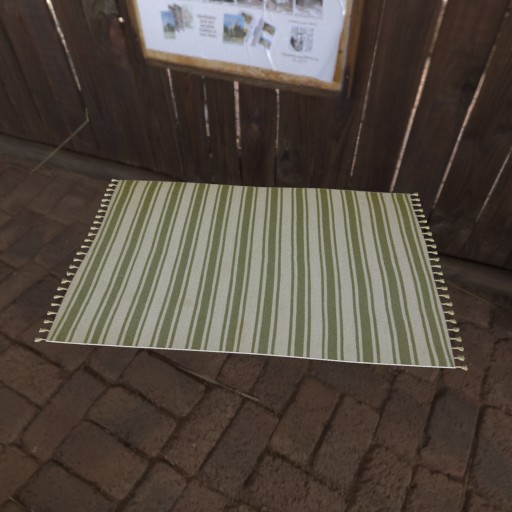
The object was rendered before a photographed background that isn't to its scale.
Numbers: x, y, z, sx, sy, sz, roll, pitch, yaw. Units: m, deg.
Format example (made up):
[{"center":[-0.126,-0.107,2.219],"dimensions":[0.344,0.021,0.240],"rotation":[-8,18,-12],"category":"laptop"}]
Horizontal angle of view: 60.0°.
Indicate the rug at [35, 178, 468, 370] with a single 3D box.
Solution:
[{"center":[0.000,0.000,2.282],"dimensions":[1.875,0.013,1.162],"rotation":[3,47,3],"category":"rug"}]
